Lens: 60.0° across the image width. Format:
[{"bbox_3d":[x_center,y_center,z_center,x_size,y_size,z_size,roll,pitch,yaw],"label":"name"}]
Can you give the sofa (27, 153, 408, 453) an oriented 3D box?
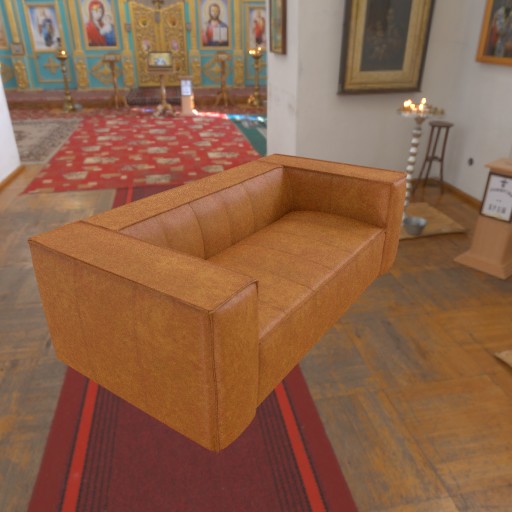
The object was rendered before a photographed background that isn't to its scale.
[{"bbox_3d":[0.000,0.000,2.559,1.102,0.703,2.088,16,30,31],"label":"sofa"}]
